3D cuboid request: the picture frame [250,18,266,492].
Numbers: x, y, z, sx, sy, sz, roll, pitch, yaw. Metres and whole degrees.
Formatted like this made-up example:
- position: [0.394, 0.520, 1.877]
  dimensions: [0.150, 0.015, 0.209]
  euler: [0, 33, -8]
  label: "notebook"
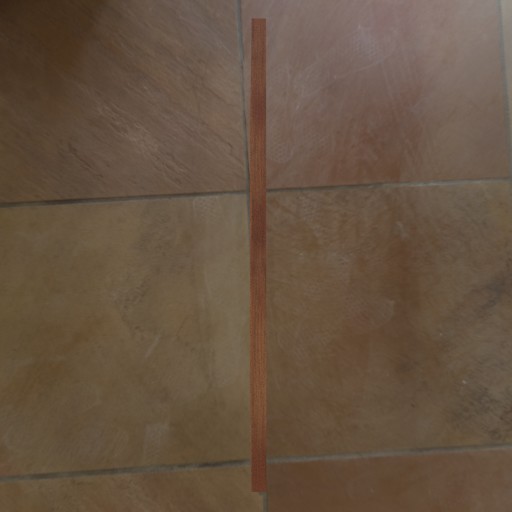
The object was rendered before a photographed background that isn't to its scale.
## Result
- position: [0.000, 0.000, 1.208]
  dimensions: [0.029, 0.640, 0.950]
  euler: [0, 88, -1]
  label: "picture frame"
